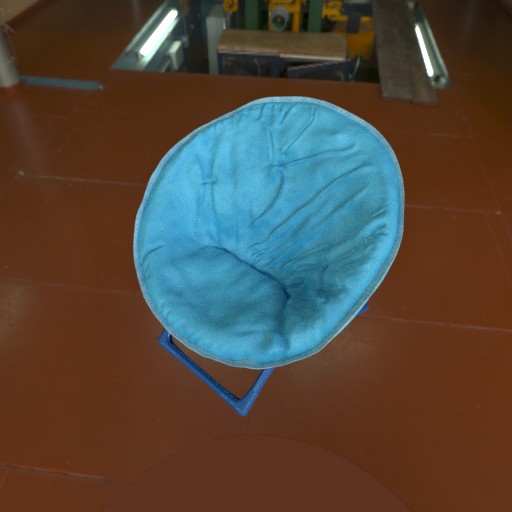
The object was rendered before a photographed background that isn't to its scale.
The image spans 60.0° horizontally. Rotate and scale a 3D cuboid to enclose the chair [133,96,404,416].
[{"bbox_3d":[0.000,0.000,0.898,0.520,0.478,0.465,33,54,27],"label":"chair"}]
